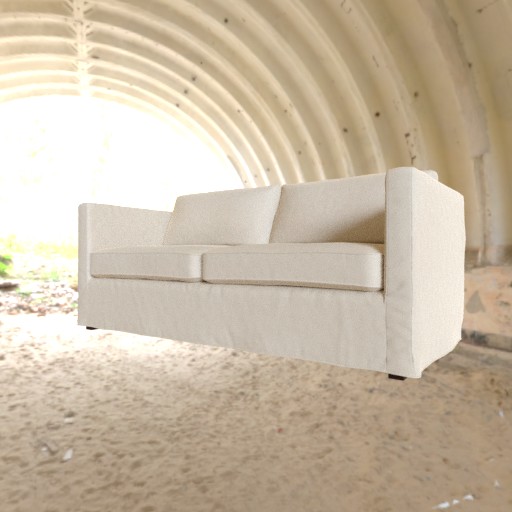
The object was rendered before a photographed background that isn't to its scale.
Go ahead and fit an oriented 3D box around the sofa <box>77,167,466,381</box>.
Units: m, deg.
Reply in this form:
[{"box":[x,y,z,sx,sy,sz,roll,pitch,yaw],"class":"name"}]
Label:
[{"box":[0.000,0.000,2.434,1.987,0.870,0.940,0,0,35],"class":"sofa"}]
